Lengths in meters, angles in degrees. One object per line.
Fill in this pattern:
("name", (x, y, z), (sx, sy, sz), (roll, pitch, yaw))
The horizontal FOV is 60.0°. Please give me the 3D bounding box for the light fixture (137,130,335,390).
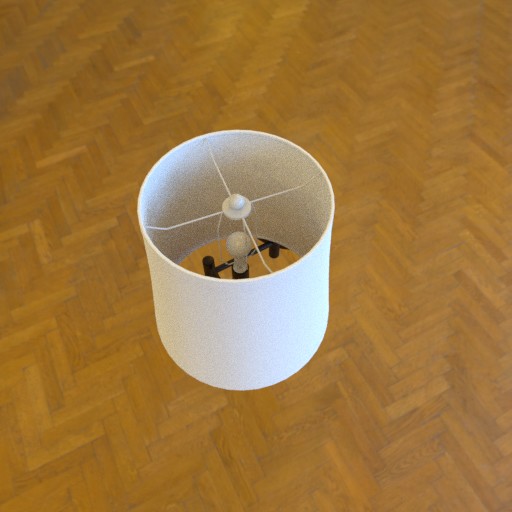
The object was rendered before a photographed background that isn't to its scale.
("light fixture", (0.000, 0.000, 0.265), (0.100, 0.172, 0.157), (14, 58, 9))
